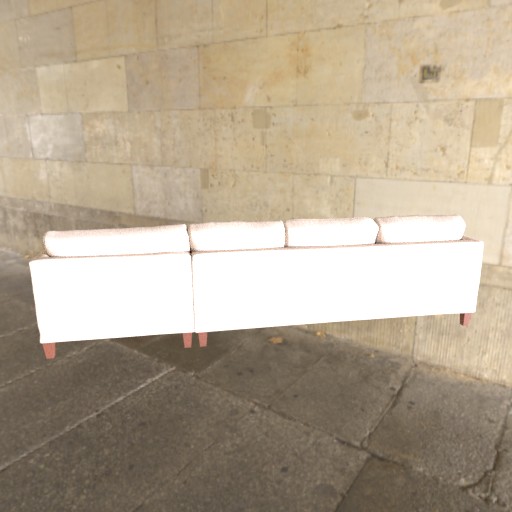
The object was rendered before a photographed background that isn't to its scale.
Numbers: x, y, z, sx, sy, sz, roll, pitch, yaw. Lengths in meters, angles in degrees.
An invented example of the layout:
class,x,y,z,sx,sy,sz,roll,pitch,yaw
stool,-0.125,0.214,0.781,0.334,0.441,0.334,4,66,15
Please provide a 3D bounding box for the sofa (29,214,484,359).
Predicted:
class,x,y,z,sx,sy,sz,roll,pitch,yaw
sofa,0.000,0.000,3.858,3.186,0.861,1.625,-3,16,-10
